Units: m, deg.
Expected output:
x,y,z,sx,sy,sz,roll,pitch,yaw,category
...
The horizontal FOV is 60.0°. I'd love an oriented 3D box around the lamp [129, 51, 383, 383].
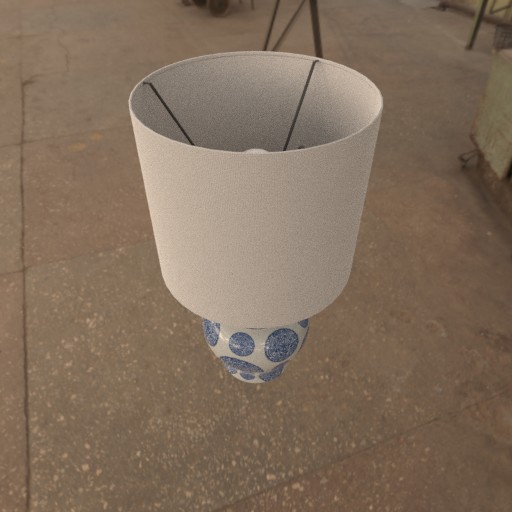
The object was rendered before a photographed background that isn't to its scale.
x,y,z,sx,sy,sz,roll,pitch,yaw,category
0.000,0.000,0.509,0.215,0.381,0.215,-13,44,-14,lamp
